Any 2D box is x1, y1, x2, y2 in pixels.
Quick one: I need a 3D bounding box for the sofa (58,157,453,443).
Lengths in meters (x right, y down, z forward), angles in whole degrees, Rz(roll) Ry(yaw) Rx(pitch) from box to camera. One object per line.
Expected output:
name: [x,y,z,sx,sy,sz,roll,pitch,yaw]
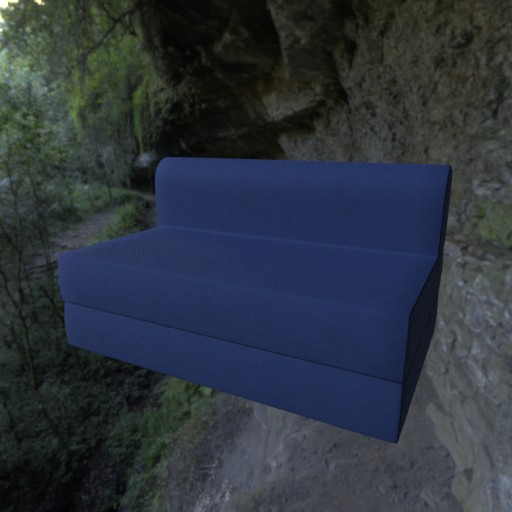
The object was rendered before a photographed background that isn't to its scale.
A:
sofa: [0.000,0.000,1.621,1.219,0.660,0.762,8,17,27]
